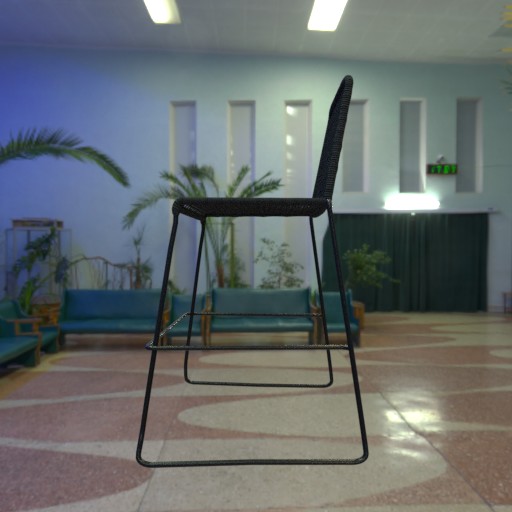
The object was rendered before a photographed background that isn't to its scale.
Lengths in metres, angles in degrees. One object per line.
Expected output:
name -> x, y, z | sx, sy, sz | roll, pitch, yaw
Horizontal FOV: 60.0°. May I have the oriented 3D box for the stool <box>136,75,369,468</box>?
stool -> 0.000, 0.000, 1.231 | 0.509, 0.905, 0.590 | 0, 1, 2
